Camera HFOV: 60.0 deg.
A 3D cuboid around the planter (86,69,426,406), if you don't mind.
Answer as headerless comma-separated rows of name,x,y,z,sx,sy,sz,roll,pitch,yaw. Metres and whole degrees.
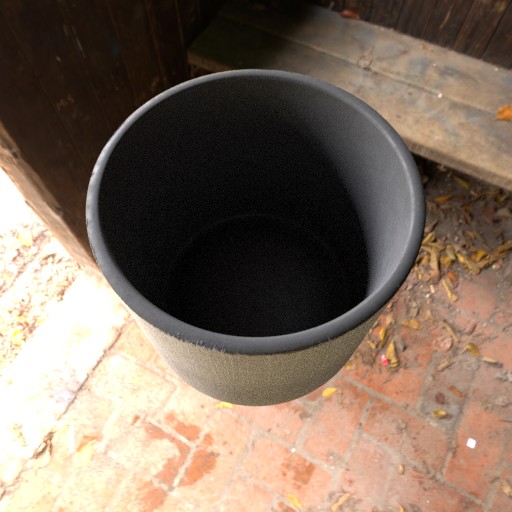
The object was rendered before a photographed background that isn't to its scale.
planter,0.000,0.000,0.373,0.221,0.201,0.221,0,63,0
